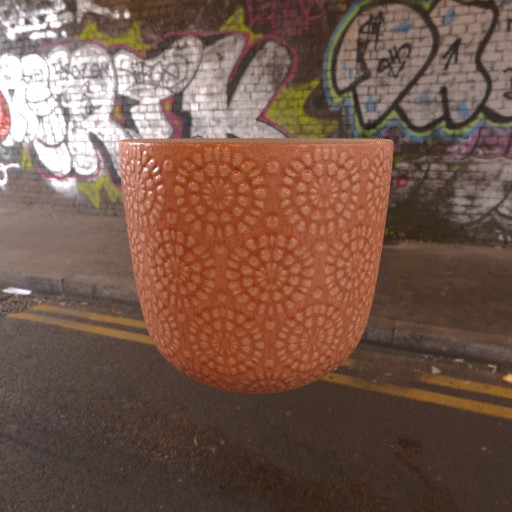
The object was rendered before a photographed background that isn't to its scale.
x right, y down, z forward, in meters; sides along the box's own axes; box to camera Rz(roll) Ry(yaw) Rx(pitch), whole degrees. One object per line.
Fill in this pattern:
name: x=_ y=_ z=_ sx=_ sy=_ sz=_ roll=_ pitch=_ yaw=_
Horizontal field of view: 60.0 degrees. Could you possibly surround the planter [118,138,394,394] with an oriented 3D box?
planter: x=0.000 y=0.000 z=0.373 sx=0.208 sy=0.190 sz=0.208 roll=0 pitch=15 yaw=0
